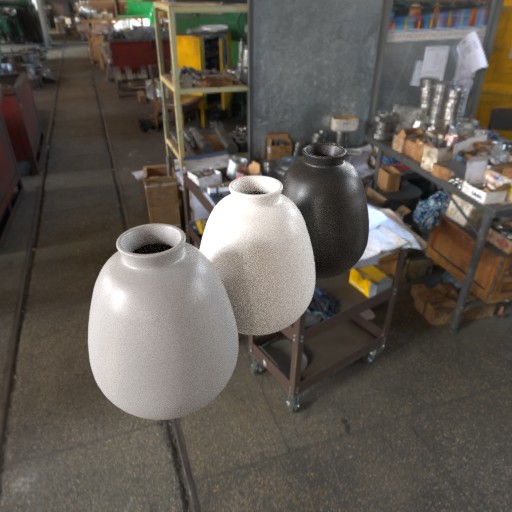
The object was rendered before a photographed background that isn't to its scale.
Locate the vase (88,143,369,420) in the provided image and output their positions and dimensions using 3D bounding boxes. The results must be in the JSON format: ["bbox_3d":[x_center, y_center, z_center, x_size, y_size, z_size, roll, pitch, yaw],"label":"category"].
[{"bbox_3d":[0.000,0.000,0.356,0.097,0.122,0.297,22,38,31],"label":"vase"}]
